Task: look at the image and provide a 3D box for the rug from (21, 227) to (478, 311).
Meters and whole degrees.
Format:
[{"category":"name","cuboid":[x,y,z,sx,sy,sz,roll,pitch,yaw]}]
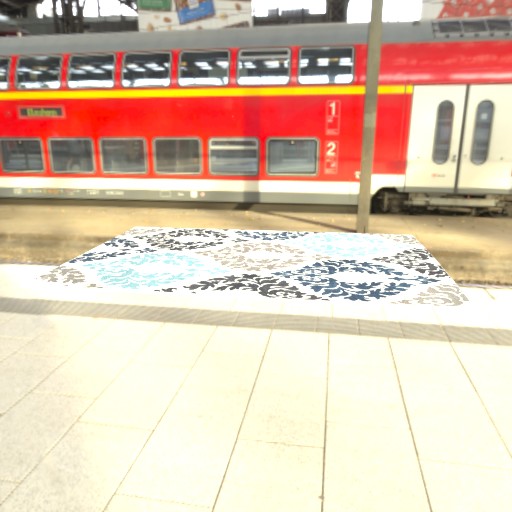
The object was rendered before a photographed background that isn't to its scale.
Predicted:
[{"category":"rug","cuboid":[0.000,0.000,2.891,2.275,0.014,1.514,2,16,8]}]
